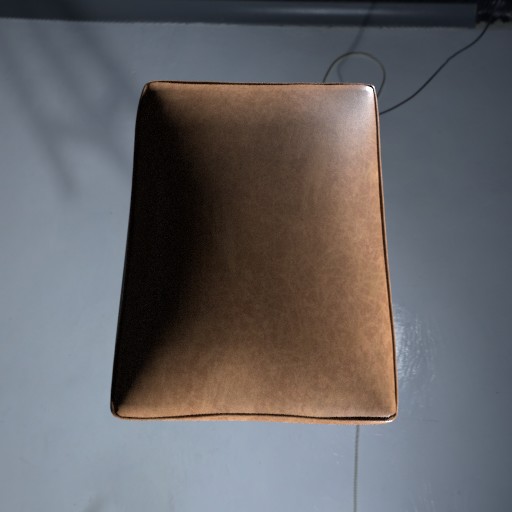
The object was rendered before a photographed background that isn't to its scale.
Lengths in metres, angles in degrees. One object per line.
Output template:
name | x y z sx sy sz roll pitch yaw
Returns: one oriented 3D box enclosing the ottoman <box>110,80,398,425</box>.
ottoman | 0.000 0.000 1.096 0.554 0.468 0.756 1 74 0
